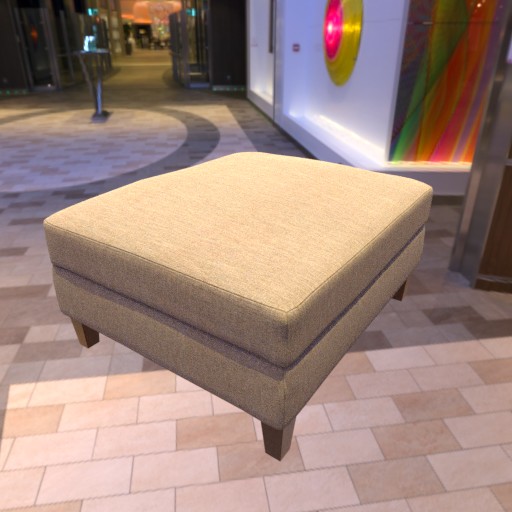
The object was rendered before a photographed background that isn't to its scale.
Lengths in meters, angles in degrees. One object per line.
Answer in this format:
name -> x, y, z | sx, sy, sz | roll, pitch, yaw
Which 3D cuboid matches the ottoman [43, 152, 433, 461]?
ottoman -> 0.000, 0.000, 1.452 | 0.836, 0.492, 0.976 | 17, 31, 31
